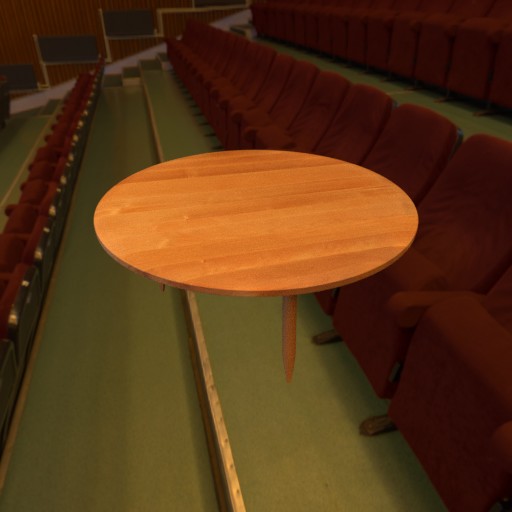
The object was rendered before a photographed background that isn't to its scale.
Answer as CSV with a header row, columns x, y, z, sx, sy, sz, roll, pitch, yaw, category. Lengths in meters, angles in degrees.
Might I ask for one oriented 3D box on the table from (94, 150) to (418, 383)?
x,y,z,sx,sy,sz,roll,pitch,yaw,category
0.000,0.000,1.388,0.900,0.400,0.900,0,32,0,table
